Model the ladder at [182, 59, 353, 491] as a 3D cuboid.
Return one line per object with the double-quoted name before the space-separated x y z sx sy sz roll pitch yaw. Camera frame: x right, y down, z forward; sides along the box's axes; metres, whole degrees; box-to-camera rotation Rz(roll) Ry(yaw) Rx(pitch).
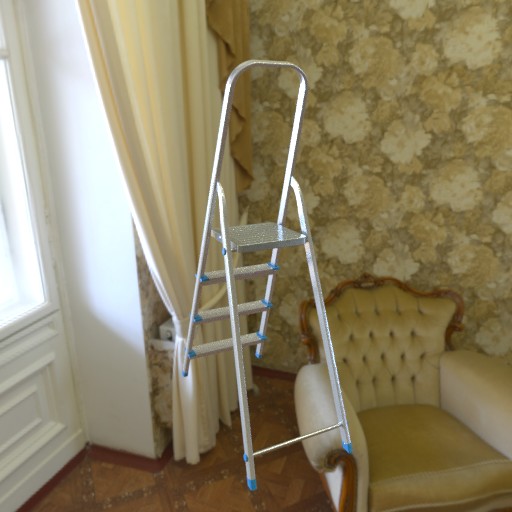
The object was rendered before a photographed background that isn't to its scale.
"ladder" 0.000 0.000 1.796 0.445 1.434 0.842 -8 19 -25
